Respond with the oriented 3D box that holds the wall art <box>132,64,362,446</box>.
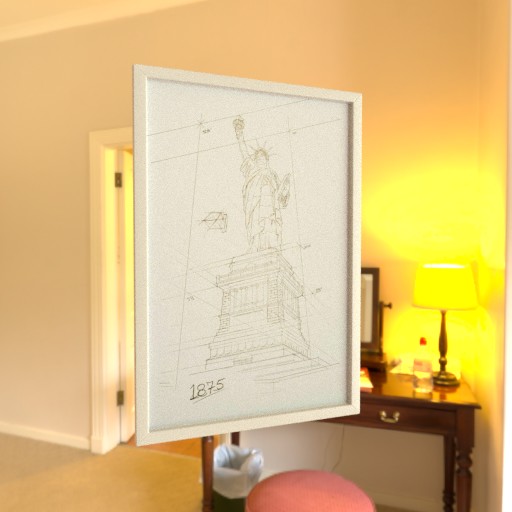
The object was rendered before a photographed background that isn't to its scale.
[{"bbox_3d":[0.000,0.000,1.516,0.808,1.183,0.038,-1,2,-19],"label":"wall art"}]
